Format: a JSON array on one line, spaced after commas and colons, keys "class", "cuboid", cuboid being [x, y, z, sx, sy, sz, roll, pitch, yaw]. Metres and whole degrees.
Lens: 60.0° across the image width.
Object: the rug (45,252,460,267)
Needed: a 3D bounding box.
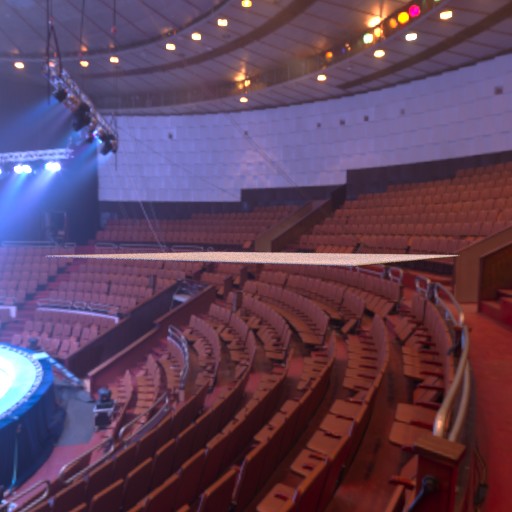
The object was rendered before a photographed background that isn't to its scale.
[{"class": "rug", "cuboid": [0.000, 0.000, 4.057, 2.980, 0.012, 2.363, 1, 2, 36]}]
